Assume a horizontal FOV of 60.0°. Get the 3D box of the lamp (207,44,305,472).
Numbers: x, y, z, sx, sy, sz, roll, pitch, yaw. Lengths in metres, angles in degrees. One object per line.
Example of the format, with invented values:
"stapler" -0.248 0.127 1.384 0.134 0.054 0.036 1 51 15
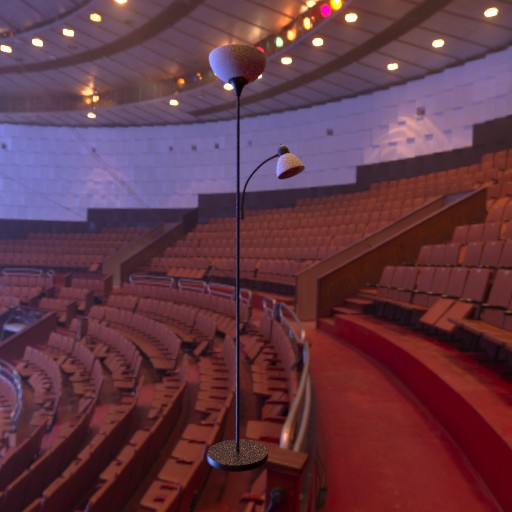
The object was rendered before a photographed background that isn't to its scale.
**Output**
"lamp" 0.000 0.000 1.979 0.442 1.804 0.279 0 -1 17
